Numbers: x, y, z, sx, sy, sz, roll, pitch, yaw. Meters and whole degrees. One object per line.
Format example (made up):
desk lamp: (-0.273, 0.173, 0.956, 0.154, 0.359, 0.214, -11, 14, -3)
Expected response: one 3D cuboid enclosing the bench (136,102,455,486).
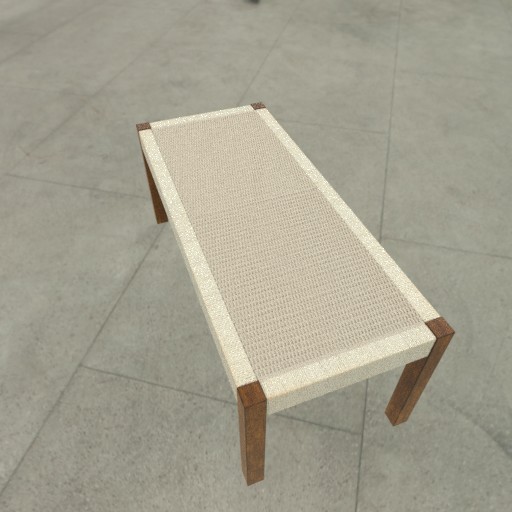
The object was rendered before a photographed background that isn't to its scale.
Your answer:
bench: (0.000, 0.000, 1.492, 0.507, 0.457, 1.198, -15, 47, -15)
